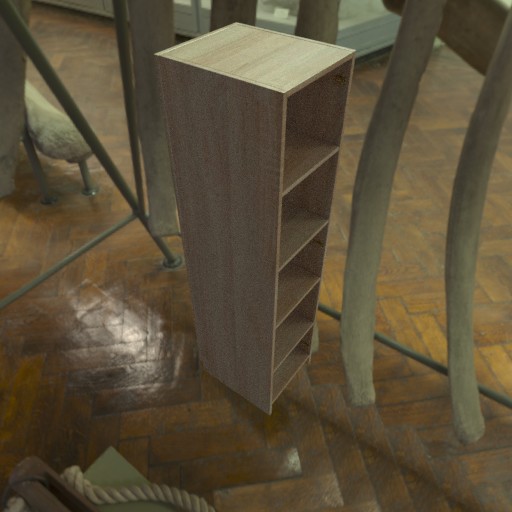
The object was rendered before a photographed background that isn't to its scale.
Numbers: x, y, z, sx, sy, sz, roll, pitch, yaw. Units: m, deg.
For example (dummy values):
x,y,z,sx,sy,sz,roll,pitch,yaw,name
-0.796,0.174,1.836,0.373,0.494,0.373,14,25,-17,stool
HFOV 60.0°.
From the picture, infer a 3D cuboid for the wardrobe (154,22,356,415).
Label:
x,y,z,sx,sy,sz,roll,pitch,yaw,name
0.000,0.000,2.401,0.588,2.117,0.496,27,50,26,wardrobe
